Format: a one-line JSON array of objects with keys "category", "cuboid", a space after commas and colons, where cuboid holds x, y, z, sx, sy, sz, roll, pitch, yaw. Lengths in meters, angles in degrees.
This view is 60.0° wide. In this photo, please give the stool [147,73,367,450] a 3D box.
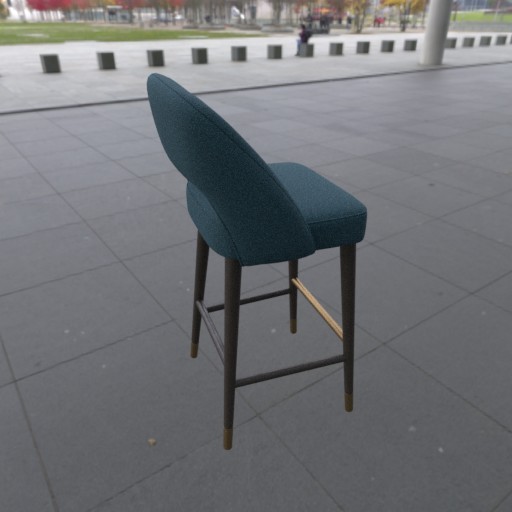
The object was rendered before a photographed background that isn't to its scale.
[{"category": "stool", "cuboid": [0.000, 0.000, 1.331, 0.522, 1.032, 0.536, -10, 30, -18]}]
